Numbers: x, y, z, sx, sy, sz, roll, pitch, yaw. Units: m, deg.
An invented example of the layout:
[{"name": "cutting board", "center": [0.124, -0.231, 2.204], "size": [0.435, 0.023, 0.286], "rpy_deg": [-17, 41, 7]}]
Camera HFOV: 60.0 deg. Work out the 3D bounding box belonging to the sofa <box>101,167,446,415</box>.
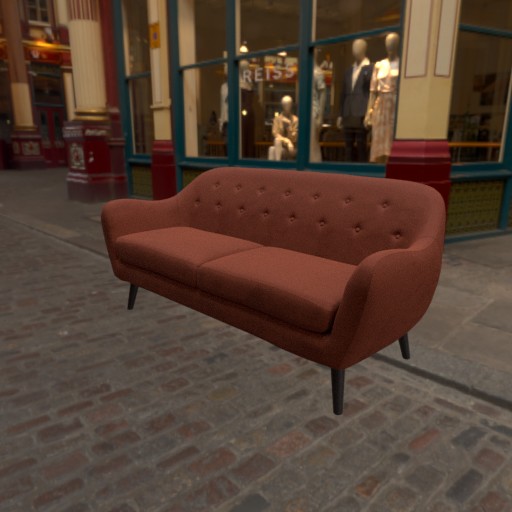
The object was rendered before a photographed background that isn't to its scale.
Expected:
[{"name": "sofa", "center": [0.000, 0.000, 2.339], "size": [1.840, 0.836, 0.820], "rpy_deg": [14, 21, 42]}]
